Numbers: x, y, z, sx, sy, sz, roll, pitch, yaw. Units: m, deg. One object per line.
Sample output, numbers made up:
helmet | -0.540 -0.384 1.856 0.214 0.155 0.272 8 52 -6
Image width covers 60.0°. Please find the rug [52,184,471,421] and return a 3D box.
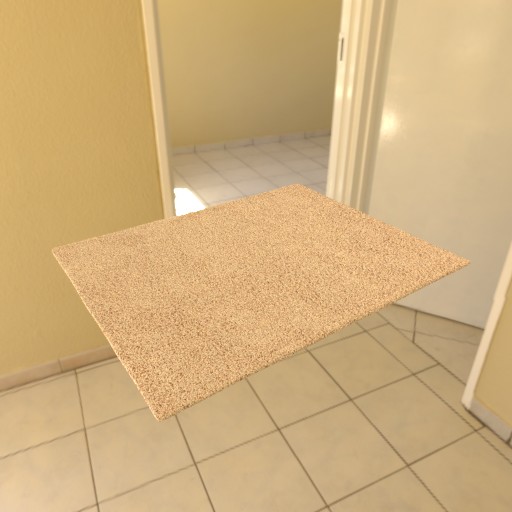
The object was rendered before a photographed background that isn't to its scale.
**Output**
rug | 0.000 0.000 4.100 3.047 0.029 2.438 -19 35 -30
